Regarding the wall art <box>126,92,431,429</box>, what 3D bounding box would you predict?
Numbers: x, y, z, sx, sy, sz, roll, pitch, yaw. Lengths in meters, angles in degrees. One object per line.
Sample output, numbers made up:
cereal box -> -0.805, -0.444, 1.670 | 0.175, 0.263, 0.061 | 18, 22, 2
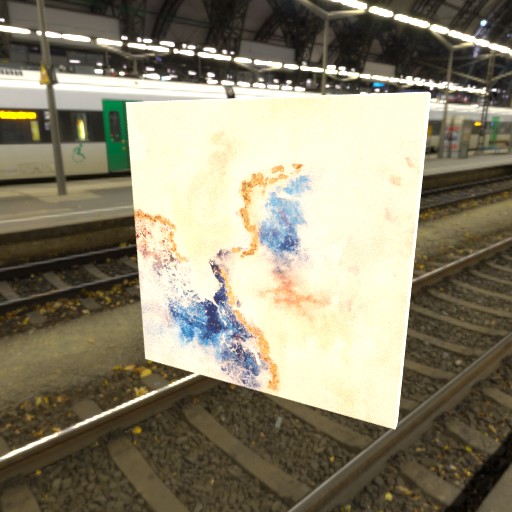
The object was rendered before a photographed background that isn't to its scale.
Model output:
wall art -> 0.000, 0.000, 1.325 | 0.889, 0.889, 0.038 | 8, 18, 26
